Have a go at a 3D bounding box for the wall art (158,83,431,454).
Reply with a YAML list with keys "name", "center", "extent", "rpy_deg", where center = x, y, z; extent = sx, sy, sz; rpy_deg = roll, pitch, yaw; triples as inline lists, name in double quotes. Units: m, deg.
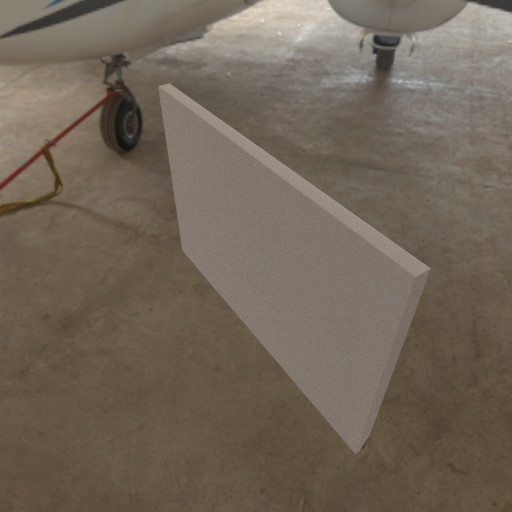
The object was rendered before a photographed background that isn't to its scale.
- name: "wall art"
  center: [0.000, 0.000, 1.147]
  extent: [0.038, 0.601, 0.898]
  rpy_deg: [-25, 48, -25]
